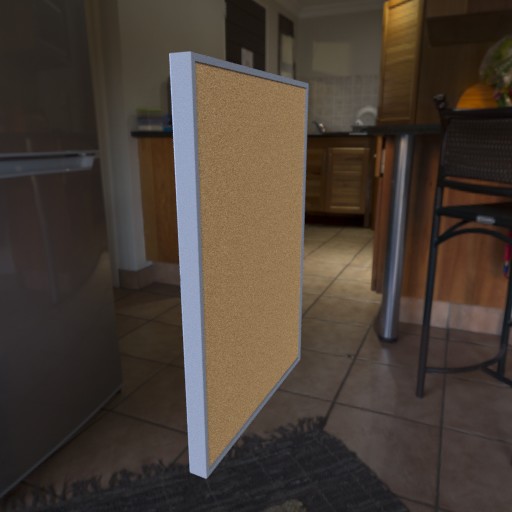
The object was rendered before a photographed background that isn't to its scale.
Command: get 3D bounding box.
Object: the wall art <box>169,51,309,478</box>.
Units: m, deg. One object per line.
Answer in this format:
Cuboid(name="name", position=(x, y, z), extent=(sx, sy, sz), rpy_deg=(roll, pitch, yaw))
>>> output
Cuboid(name="wall art", position=(0.000, 0.000, 0.975), extent=(0.039, 0.753, 0.511), rpy_deg=(8, 18, 25))
